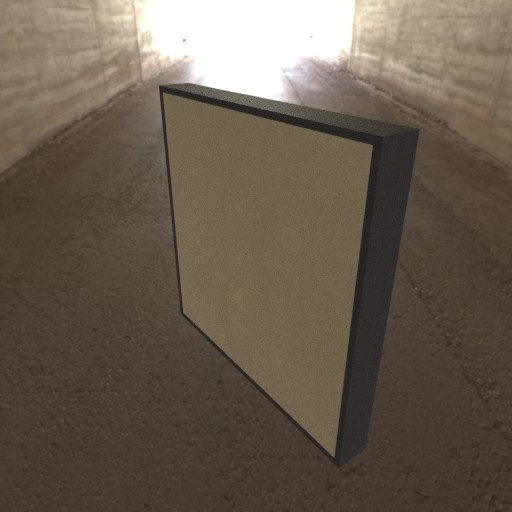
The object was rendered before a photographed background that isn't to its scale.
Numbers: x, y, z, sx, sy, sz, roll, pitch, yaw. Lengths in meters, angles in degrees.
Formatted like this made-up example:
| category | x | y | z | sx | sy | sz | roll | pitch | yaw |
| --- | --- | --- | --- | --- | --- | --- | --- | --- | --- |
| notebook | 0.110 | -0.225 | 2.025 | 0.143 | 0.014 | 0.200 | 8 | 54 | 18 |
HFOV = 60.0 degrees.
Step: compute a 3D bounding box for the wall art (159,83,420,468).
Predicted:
| category | x | y | z | sx | sy | sz | roll | pitch | yaw |
| --- | --- | --- | --- | --- | --- | --- | --- | --- | --- |
| wall art | 0.000 | 0.000 | 0.451 | 0.036 | 0.300 | 0.302 | -19 | 33 | -32 |
